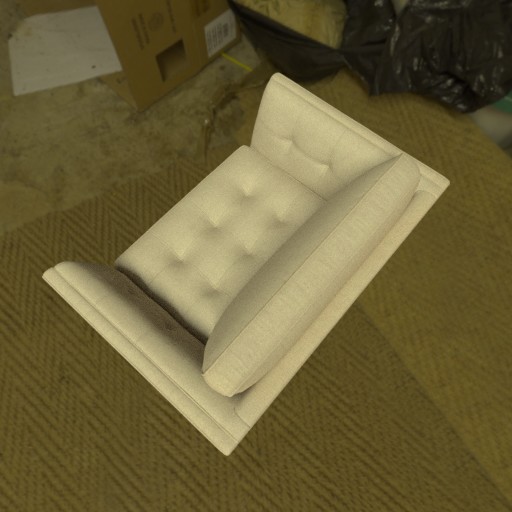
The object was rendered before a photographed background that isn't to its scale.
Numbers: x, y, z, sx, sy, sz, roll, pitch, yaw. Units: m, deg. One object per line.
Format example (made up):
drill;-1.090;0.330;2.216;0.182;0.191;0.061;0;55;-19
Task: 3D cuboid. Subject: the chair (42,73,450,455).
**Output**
chair;0.000;0.000;2.031;0.965;0.940;1.397;38;71;16
